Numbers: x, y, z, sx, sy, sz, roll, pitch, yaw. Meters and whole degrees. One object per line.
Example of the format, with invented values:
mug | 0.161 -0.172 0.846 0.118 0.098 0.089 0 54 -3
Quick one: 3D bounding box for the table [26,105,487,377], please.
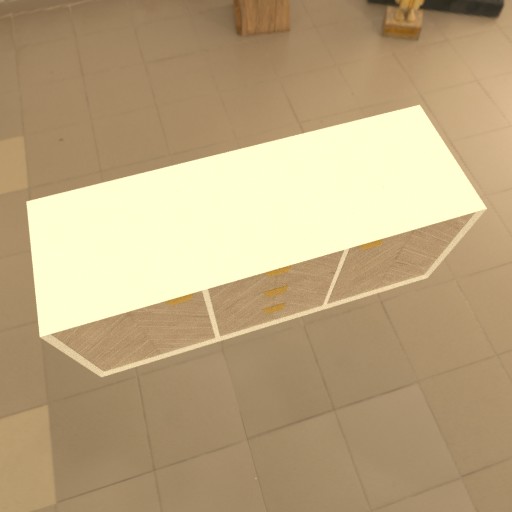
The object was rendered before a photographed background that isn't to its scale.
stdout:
table | 0.000 0.000 1.865 1.500 0.769 0.508 -16 64 -8
